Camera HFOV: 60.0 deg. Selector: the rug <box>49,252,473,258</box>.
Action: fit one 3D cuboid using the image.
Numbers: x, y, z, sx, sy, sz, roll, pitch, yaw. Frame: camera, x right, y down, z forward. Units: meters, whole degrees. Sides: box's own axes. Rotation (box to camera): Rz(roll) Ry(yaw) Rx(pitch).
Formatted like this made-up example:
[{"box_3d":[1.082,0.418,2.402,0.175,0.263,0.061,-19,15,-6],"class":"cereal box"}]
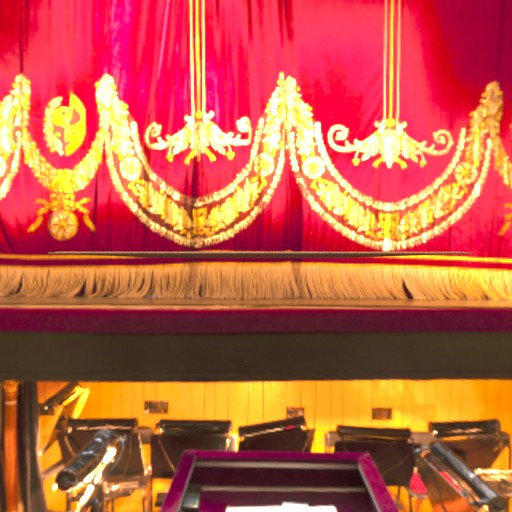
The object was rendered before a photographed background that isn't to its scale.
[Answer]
[{"box_3d":[0.000,0.000,1.972,1.146,0.006,1.556,0,-1,-1],"class":"rug"}]
